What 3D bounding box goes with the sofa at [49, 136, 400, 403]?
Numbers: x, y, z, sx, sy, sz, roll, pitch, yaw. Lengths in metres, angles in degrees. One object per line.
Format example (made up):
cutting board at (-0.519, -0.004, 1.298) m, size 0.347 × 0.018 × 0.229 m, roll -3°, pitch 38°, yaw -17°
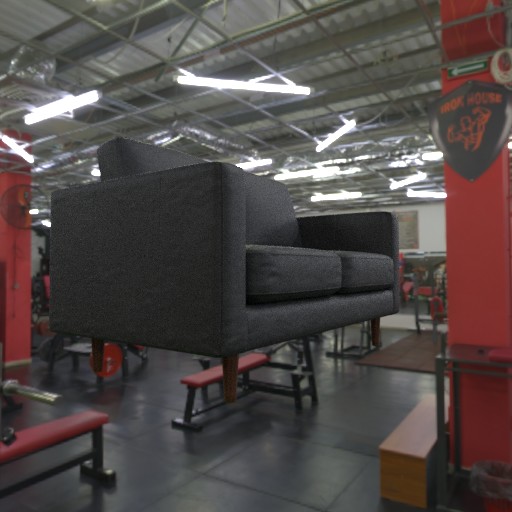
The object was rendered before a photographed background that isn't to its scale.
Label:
sofa at (0.000, 0.000, 1.981) m, size 0.879 × 0.899 × 1.430 m, roll -1°, pitch -2°, yaw 36°
